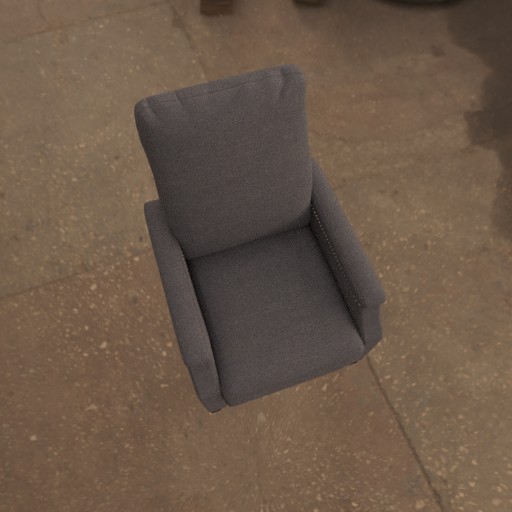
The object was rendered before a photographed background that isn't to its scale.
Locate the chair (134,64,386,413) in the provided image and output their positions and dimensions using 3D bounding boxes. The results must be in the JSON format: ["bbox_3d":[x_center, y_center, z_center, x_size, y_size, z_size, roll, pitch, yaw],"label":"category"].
[{"bbox_3d":[0.000,0.000,1.672,0.710,1.049,0.922,-17,65,-8],"label":"chair"}]
